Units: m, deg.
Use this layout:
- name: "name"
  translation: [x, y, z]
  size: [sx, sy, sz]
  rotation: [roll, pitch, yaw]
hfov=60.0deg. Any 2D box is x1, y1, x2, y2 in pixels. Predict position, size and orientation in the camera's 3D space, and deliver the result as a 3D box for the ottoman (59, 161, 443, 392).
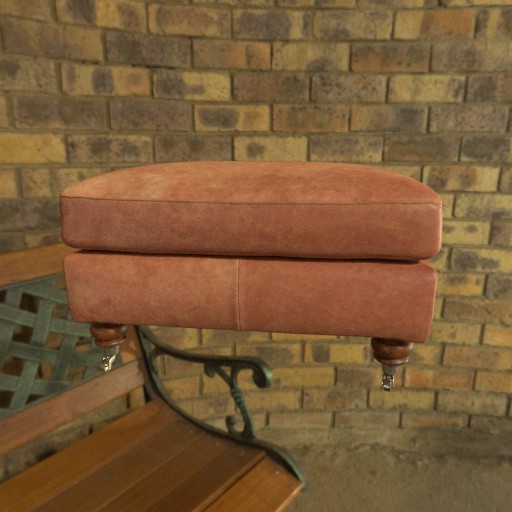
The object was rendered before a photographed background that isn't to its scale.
- name: "ottoman"
  translation: [0.000, 0.000, 1.215]
  size: [0.852, 0.507, 0.565]
  rotation: [2, 14, 8]
